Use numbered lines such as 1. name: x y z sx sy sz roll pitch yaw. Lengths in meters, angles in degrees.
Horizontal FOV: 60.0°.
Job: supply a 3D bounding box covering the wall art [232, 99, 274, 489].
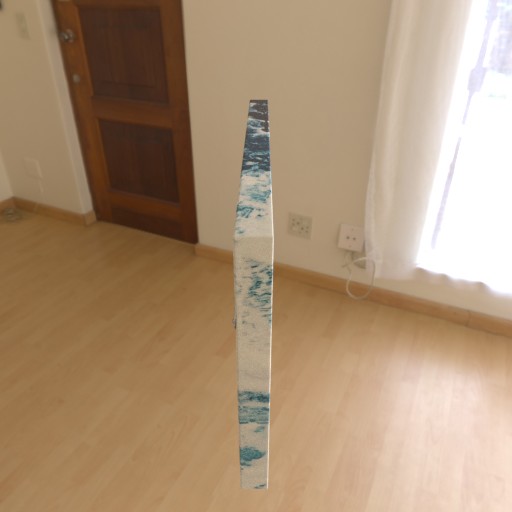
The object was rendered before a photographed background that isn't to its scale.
1. wall art: 0.000 0.000 0.781 0.043 0.407 0.609 0 31 1
